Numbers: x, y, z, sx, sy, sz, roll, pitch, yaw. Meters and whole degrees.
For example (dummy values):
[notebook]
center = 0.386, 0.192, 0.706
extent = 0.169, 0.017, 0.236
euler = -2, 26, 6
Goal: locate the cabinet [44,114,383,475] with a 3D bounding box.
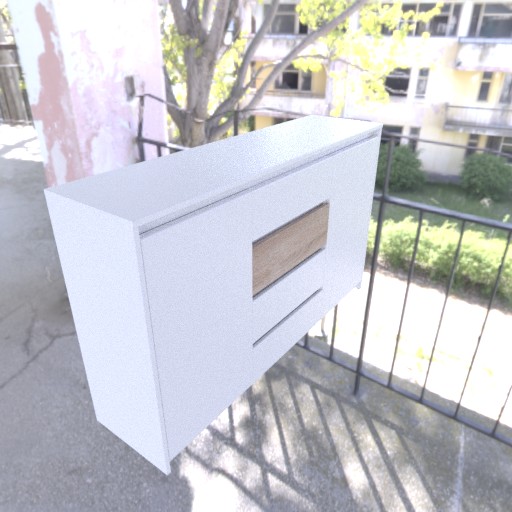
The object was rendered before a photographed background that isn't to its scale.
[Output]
[cabinet]
center = 0.000, 0.000, 1.847
extent = 0.380, 0.900, 1.450
euler = 19, 33, 32
